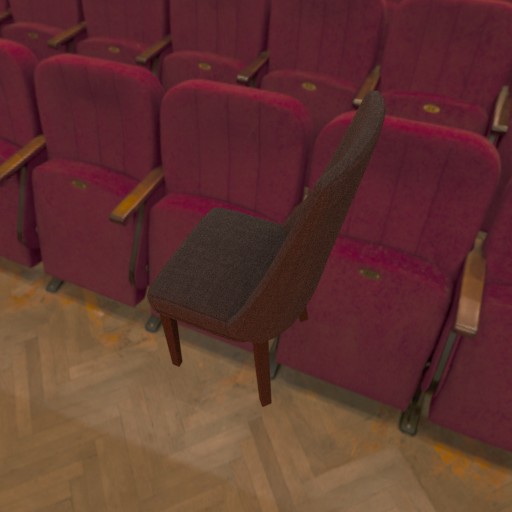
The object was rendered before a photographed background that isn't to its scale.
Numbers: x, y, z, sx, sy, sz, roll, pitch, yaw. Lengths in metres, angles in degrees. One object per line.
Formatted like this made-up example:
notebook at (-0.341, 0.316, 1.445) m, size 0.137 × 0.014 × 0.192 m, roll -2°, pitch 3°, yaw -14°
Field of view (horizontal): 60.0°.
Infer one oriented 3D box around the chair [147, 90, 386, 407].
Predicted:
chair at (0.000, 0.000, 1.400) m, size 0.577 × 1.050 × 0.510 m, roll 18°, pitch 49°, yaw 16°
